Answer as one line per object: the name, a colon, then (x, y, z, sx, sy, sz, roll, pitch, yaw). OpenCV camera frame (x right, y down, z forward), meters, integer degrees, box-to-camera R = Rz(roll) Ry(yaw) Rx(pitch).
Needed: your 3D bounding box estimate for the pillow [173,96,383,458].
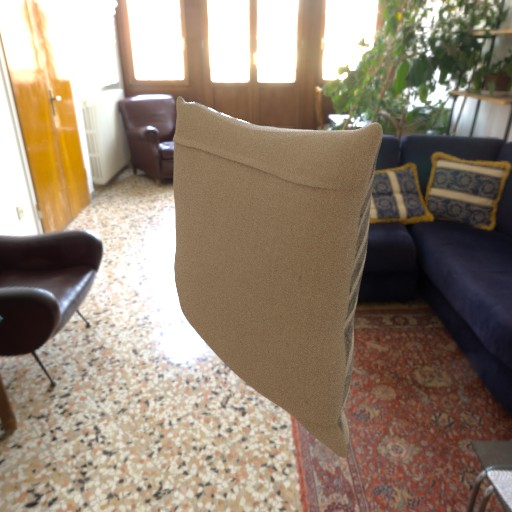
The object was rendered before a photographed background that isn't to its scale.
pillow: (0.000, 0.000, 0.674, 0.182, 0.441, 0.440, -17, 30, -32)
